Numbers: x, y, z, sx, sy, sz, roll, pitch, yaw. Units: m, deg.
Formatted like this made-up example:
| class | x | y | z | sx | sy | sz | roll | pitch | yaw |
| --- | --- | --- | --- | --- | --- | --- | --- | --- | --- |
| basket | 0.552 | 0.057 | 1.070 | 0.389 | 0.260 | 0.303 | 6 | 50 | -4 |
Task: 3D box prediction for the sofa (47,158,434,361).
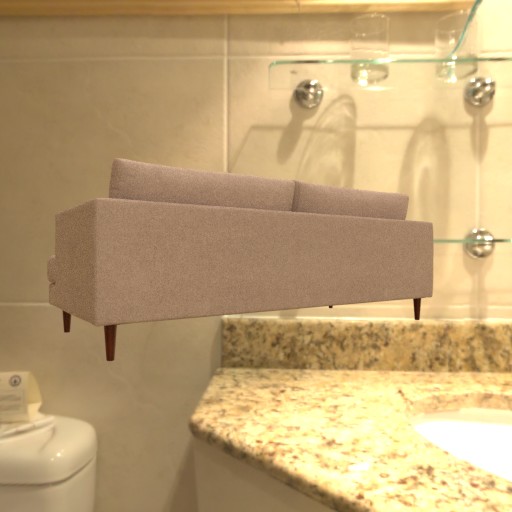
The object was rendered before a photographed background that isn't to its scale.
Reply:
| class | x | y | z | sx | sy | sz | roll | pitch | yaw |
| --- | --- | --- | --- | --- | --- | --- | --- | --- | --- |
| sofa | 0.000 | 0.000 | 2.782 | 2.250 | 0.868 | 1.020 | 0 | 0 | -35 |
